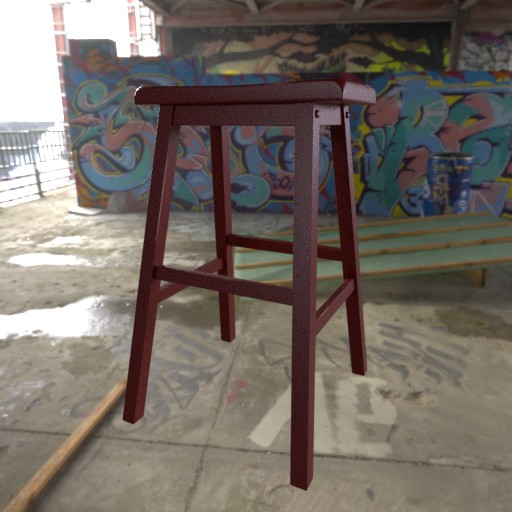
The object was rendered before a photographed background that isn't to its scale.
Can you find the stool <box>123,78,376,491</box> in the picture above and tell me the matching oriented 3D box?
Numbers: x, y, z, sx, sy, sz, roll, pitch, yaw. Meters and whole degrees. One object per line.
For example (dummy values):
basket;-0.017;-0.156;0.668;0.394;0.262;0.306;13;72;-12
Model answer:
stool;0.000;0.000;1.030;0.457;0.737;0.476;8;19;26
